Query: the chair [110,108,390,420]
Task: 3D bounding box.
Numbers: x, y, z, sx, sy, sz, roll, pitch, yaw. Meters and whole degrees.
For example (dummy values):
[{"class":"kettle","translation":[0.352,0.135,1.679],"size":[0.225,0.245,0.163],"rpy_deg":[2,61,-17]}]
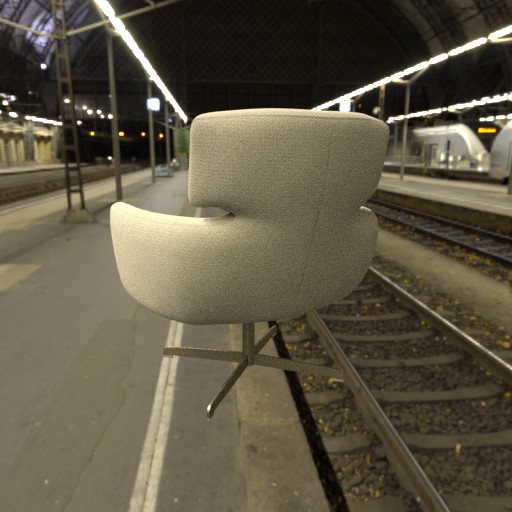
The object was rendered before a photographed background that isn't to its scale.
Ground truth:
[{"class":"chair","translation":[0.000,0.000,1.372],"size":[0.760,0.810,0.730],"rpy_deg":[-7,15,-26]}]
